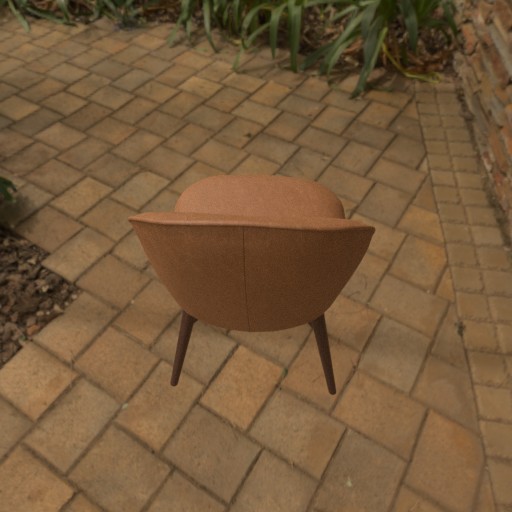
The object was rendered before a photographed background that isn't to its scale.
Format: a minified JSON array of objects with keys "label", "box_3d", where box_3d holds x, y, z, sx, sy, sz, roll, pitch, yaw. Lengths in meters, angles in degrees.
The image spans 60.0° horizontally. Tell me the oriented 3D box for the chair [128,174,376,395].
[{"label":"chair","box_3d":[0.000,0.000,1.200,0.521,0.831,0.631,2,48,2]}]
